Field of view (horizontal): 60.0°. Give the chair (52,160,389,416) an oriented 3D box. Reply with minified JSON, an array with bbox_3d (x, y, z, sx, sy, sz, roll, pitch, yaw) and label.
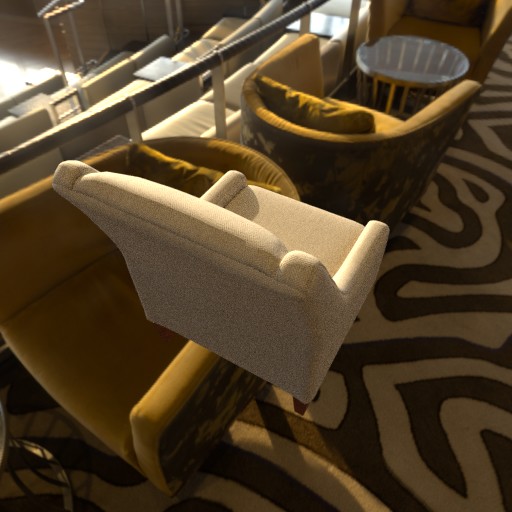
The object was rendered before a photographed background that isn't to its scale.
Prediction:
[{"bbox_3d":[0.000,0.000,1.623,0.774,1.014,0.870,23,51,20],"label":"chair"}]
